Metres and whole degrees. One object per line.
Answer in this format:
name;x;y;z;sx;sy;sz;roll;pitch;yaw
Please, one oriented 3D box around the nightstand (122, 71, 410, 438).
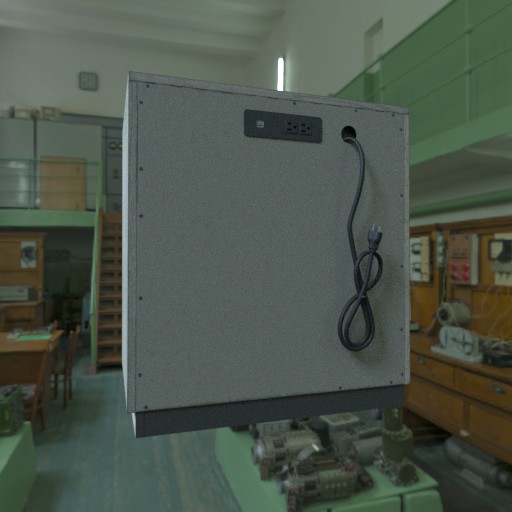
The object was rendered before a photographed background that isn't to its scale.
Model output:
nightstand;0.000;0.000;1.075;0.612;0.673;0.483;0;-1;-18
